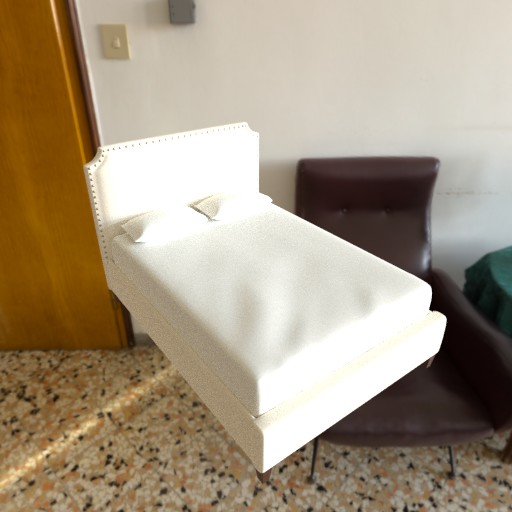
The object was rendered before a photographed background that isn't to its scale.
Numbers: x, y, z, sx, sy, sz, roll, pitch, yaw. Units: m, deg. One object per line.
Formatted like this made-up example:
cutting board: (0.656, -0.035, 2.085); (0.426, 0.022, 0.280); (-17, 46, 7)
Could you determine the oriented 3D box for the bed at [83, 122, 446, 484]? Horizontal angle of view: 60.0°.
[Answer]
bed: (0.000, 0.000, 3.436); (1.712, 1.443, 2.365); (-20, 36, -31)
